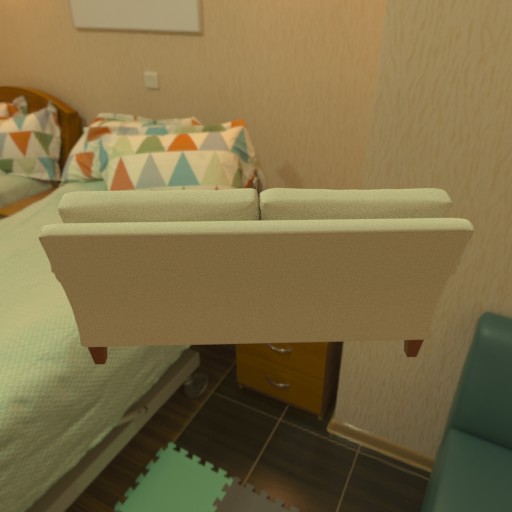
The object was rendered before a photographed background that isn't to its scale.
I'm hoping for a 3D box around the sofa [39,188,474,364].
[{"bbox_3d":[0.000,0.000,2.787,2.159,1.087,1.086,-1,30,-2],"label":"sofa"}]
